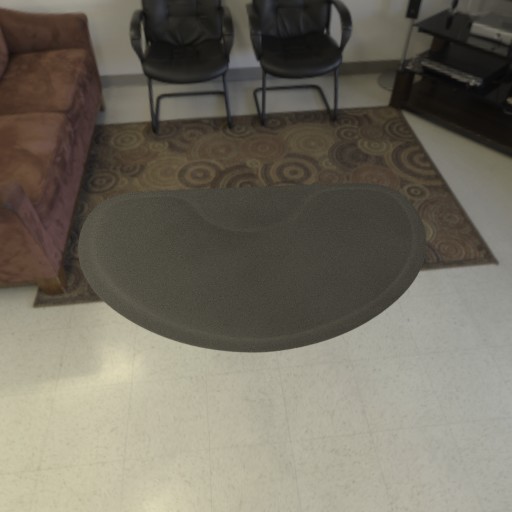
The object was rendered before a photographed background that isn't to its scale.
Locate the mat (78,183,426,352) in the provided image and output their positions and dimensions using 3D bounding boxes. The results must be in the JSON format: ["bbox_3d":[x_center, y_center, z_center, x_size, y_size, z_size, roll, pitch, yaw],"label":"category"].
[{"bbox_3d":[0.000,0.000,1.857,1.524,0.013,0.913,-3,48,-2],"label":"mat"}]
